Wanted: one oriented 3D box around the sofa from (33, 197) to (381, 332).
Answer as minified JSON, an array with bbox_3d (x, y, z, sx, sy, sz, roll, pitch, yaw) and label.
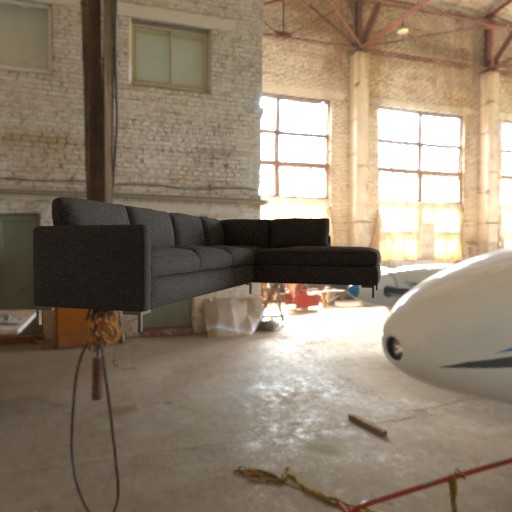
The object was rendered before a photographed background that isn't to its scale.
[{"bbox_3d":[0.000,0.000,3.828,2.007,0.815,2.949,0,1,18],"label":"sofa"}]
